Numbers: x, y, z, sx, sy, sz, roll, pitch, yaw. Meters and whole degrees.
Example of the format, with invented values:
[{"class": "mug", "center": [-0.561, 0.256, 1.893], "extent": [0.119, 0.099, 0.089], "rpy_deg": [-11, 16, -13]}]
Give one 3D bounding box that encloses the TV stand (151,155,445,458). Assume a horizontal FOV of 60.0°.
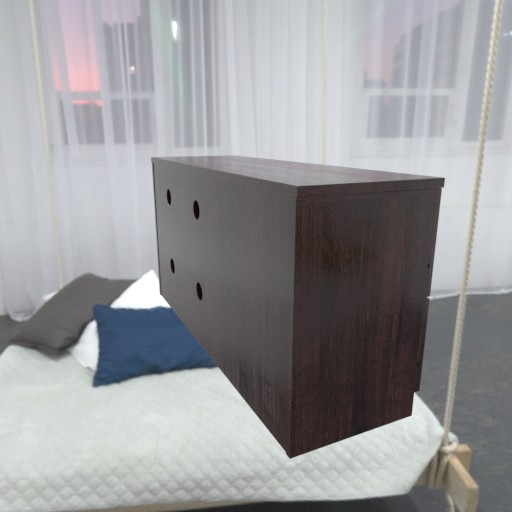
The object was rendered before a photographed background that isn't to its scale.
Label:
[{"class": "TV stand", "center": [0.000, 0.000, 1.512], "extent": [0.404, 0.614, 1.192], "rpy_deg": [-7, 17, -25]}]
